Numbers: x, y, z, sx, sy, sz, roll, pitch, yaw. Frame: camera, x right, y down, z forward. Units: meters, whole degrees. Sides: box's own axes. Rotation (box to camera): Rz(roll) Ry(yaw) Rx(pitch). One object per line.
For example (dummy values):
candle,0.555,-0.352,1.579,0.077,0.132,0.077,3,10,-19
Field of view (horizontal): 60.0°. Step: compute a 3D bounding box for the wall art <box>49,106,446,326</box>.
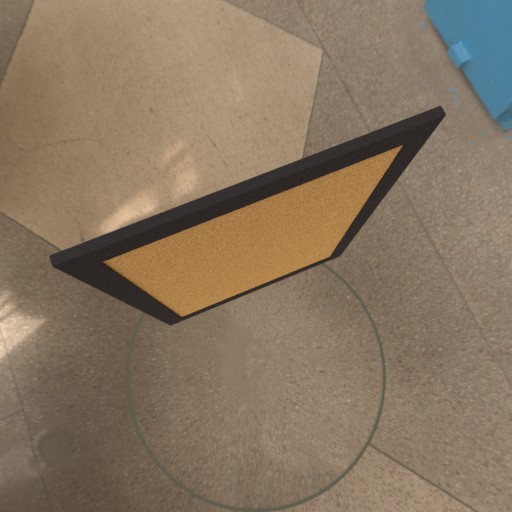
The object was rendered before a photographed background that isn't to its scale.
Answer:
wall art,0.000,0.000,0.646,0.374,0.529,0.012,-22,77,-5
